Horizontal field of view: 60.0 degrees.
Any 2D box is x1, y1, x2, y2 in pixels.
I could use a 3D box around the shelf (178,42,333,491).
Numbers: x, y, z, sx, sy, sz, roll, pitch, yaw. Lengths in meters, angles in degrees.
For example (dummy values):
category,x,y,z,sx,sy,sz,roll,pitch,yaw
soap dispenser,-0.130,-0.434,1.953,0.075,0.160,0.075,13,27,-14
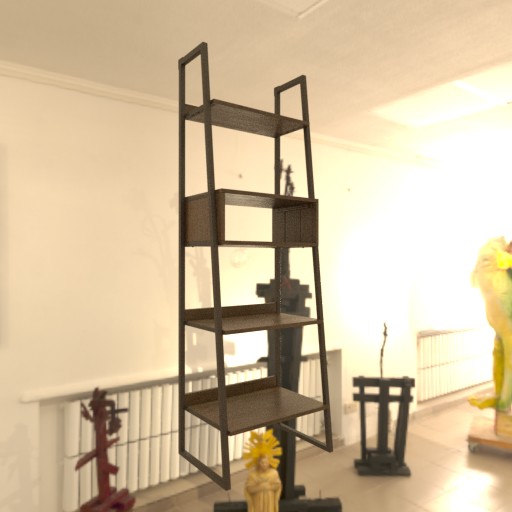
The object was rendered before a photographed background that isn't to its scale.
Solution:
category,x,y,z,sx,sy,sz,roll,pitch,yaw
shelf,0.000,0.000,2.267,0.652,2.005,0.454,0,0,-36
